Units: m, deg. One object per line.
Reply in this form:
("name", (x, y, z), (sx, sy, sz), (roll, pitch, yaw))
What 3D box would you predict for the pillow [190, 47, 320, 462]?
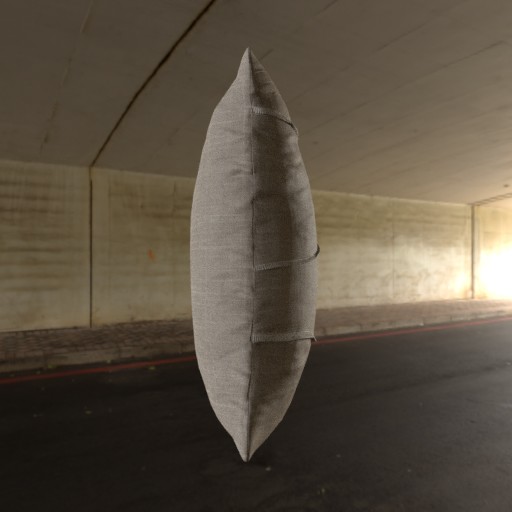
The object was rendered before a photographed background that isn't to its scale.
("pillow", (0.000, 0.000, 0.626), (0.169, 0.400, 0.424), (0, -1, 1))
